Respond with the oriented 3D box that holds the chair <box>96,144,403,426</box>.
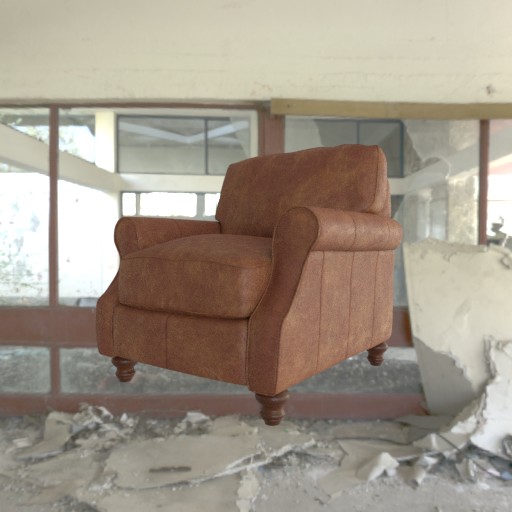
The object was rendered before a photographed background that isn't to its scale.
[{"bbox_3d":[0.000,0.000,1.819,0.983,0.962,0.986,1,2,37],"label":"chair"}]
